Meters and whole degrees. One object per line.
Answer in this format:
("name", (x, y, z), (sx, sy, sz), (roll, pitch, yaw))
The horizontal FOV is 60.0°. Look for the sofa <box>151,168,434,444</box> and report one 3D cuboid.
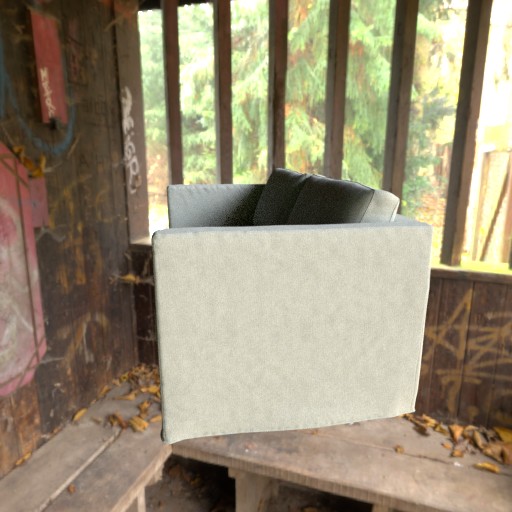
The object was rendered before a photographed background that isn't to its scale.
("sofa", (0.000, 0.000, 2.264), (0.944, 0.830, 1.727), (-2, 14, -9))
